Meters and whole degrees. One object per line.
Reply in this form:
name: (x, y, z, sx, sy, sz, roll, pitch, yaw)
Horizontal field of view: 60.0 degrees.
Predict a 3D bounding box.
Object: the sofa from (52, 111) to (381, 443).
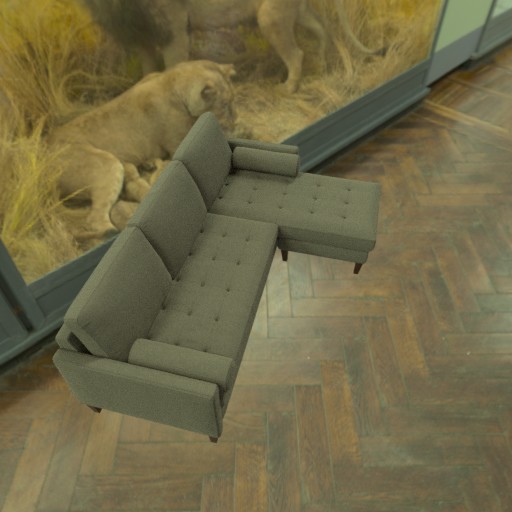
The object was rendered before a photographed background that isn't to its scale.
sofa: (0.000, 0.000, 2.862, 1.506, 0.875, 2.178, 10, 47, 10)
